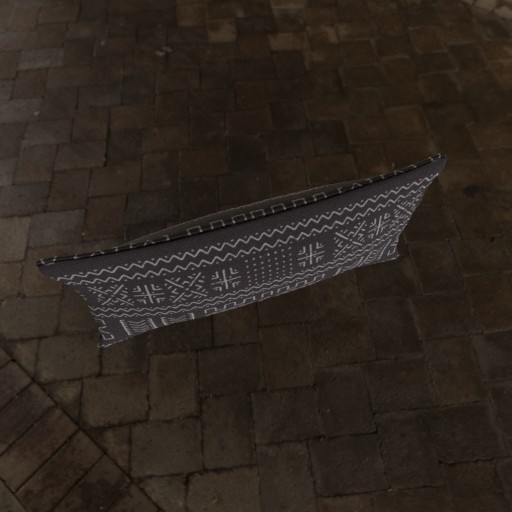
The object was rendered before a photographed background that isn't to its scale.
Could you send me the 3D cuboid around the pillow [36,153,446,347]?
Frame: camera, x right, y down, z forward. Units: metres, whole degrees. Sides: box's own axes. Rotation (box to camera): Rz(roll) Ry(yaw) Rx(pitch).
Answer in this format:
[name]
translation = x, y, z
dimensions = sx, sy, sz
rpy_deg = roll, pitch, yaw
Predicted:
[pillow]
translation = 0.000, 0.000, 0.808
dimensions = 0.667, 0.322, 0.135
rpy_deg = -16, 60, -10
